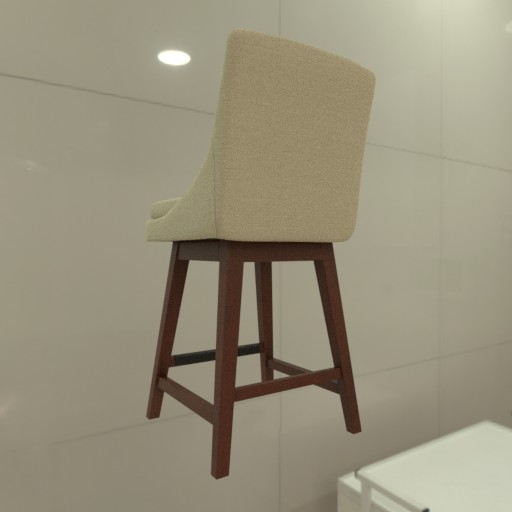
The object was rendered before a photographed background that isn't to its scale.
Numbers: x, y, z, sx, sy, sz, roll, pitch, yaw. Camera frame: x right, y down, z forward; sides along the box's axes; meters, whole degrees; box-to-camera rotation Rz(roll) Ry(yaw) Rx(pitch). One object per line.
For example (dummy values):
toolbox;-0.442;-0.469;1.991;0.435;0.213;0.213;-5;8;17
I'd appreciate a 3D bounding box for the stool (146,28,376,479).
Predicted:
stool;0.000;0.000;1.271;0.469;0.991;0.559;-1;1;-34
